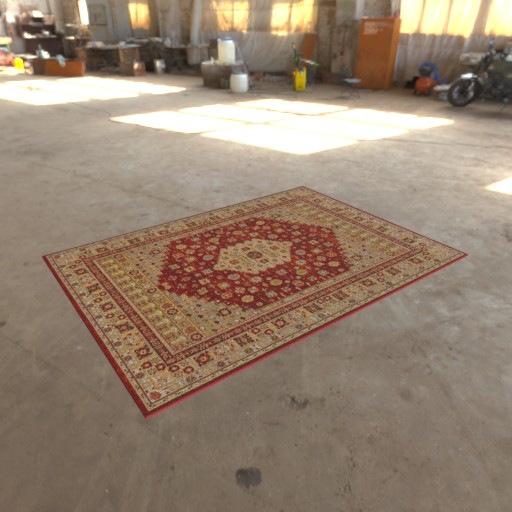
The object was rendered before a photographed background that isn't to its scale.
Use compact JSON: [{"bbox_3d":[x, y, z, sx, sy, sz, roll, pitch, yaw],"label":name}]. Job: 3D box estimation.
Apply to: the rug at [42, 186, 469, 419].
[{"bbox_3d":[0.000,0.000,2.830,2.211,0.013,1.593,-19,34,-31],"label":"rug"}]
